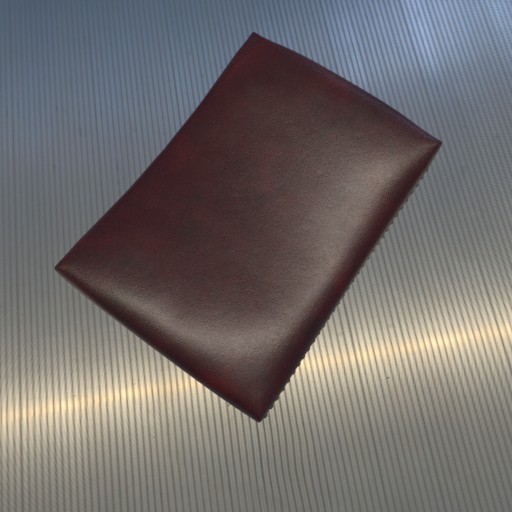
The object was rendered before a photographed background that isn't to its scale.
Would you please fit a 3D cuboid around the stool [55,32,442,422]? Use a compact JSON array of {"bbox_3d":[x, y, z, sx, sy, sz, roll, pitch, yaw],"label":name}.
[{"bbox_3d":[0.000,0.000,0.938,0.372,0.657,0.504,34,77,9],"label":"stool"}]
